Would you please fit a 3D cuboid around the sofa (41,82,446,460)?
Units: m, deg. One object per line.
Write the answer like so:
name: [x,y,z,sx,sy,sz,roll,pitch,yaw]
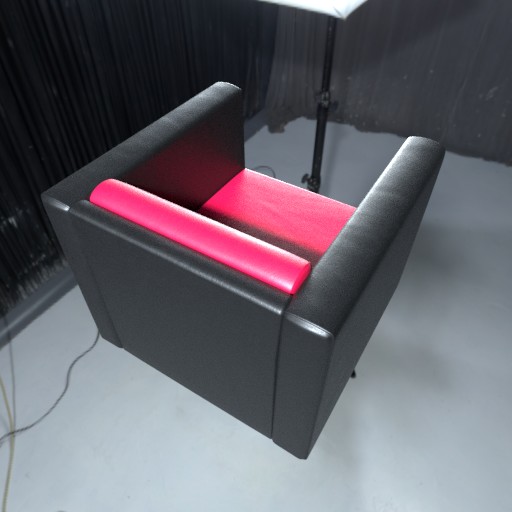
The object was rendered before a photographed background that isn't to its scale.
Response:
sofa: [0.000,0.000,1.460,0.839,0.724,0.809,24,50,22]
